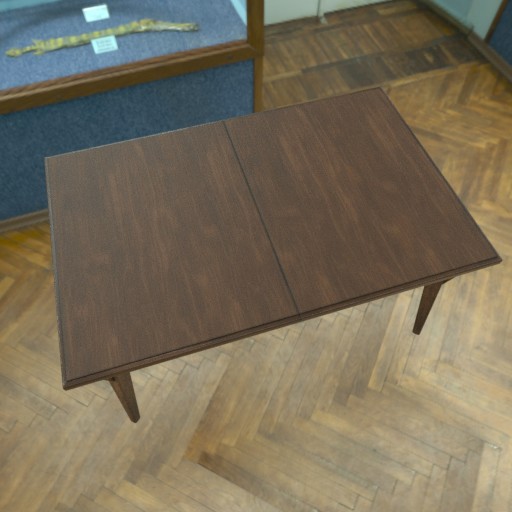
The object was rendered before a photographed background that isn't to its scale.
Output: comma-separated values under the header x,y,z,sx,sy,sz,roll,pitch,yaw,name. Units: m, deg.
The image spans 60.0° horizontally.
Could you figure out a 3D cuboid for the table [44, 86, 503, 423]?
x,y,z,sx,sy,sz,roll,pitch,yaw,name
0.000,0.000,2.016,1.524,0.761,0.990,-15,60,-9,table
